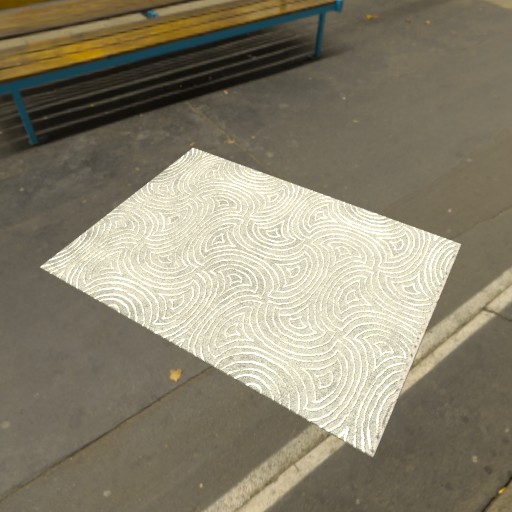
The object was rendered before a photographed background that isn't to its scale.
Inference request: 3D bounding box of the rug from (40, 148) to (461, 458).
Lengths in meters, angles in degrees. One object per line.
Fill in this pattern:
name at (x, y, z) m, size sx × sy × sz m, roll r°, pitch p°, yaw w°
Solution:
rug at (0.000, 0.000, 2.771) m, size 2.144 × 0.015 × 1.543 m, roll 24°, pitch 51°, yaw 21°
